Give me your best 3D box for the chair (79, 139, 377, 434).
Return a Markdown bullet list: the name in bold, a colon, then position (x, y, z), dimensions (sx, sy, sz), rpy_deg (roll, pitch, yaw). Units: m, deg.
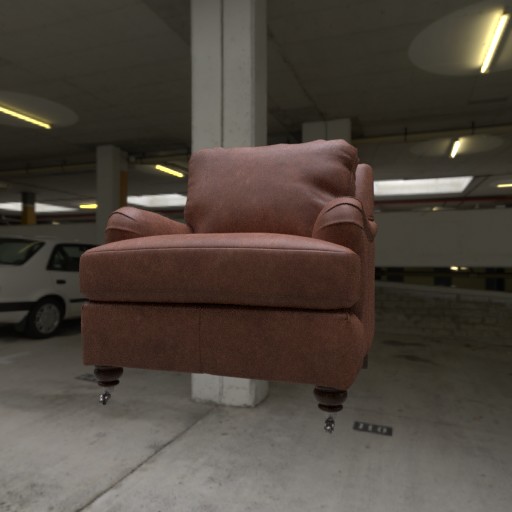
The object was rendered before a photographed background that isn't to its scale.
- **chair**: position (0.000, 0.000, 1.915), dimensions (0.986, 1.055, 1.158), rpy_deg (0, 0, 19)
